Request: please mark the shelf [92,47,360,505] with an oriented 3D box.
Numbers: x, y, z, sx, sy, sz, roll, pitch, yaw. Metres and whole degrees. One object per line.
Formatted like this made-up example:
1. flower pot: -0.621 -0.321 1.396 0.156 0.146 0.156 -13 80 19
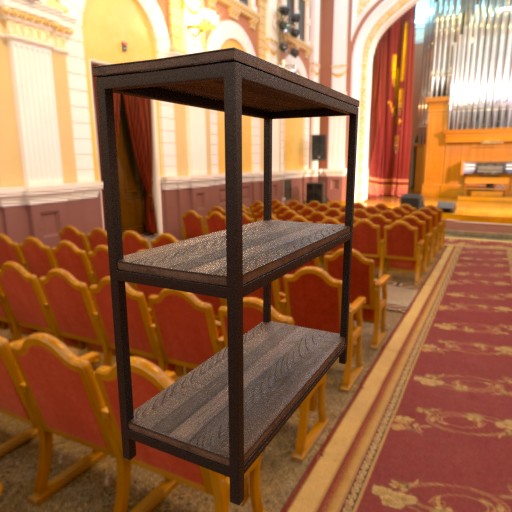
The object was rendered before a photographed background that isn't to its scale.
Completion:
1. shelf: 0.000 0.000 1.318 0.352 0.947 0.822 6 14 27
